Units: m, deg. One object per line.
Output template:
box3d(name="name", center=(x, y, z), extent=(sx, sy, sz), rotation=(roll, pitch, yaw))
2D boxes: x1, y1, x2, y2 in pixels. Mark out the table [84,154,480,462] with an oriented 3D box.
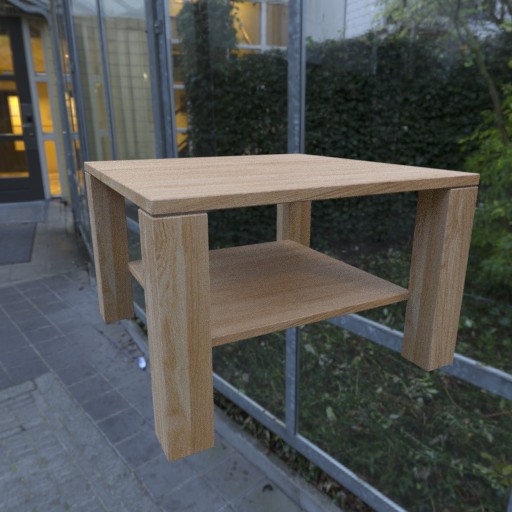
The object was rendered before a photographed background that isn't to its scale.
box3d(name="table", center=(0.000, 0.000, 1.139), extent=(0.700, 0.450, 0.700), rotation=(-9, 19, -26))
